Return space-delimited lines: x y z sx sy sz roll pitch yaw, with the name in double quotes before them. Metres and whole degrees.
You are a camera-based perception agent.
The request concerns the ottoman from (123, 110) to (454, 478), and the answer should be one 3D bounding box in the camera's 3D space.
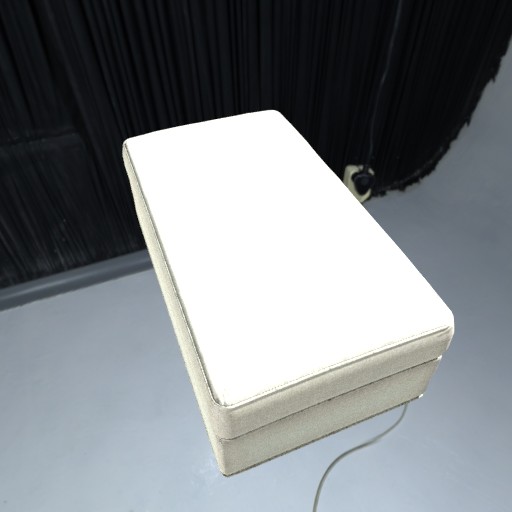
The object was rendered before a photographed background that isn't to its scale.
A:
"ottoman" 0.000 0.000 1.423 0.617 0.448 1.097 -16 49 -15
